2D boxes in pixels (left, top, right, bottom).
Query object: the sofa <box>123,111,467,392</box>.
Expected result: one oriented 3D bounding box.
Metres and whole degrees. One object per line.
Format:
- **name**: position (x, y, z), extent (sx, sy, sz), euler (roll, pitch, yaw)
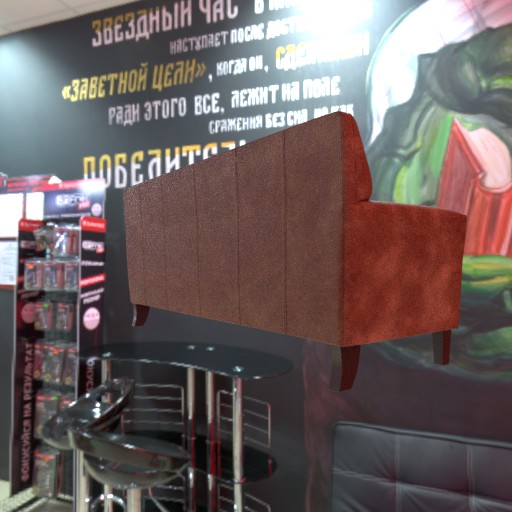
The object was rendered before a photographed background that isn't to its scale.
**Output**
- **sofa**: position (0.000, 0.000, 2.488), extent (0.805, 0.947, 2.053), euler (0, -1, -36)
